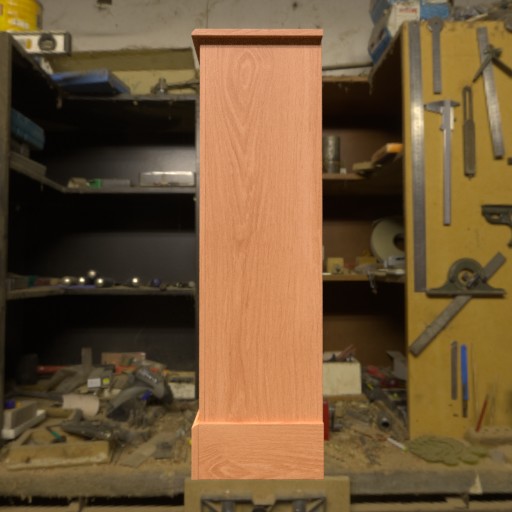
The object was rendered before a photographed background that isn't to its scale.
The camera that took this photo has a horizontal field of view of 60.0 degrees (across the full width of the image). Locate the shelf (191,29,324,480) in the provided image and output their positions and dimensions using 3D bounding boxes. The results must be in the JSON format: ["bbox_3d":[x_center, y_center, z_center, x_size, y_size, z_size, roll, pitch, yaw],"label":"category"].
[{"bbox_3d":[0.000,0.000,1.383,0.291,0.980,0.840,0,-1,0],"label":"shelf"}]
